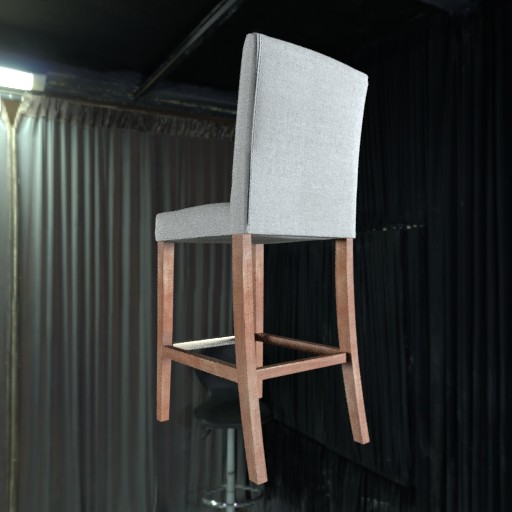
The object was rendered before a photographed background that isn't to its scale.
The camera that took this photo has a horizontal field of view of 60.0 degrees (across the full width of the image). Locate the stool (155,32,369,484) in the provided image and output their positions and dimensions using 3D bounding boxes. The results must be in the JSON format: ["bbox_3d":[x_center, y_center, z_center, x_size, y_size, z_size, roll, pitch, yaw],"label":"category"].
[{"bbox_3d":[0.000,0.000,1.389,0.439,1.088,0.570,0,0,-37],"label":"stool"}]
